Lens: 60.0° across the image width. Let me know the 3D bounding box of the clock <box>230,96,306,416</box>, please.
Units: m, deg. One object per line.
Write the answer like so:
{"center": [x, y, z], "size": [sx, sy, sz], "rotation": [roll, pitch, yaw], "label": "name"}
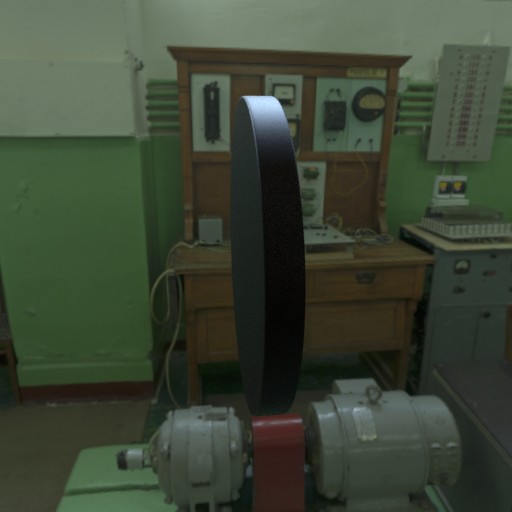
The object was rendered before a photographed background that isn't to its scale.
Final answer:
{"center": [0.000, 0.000, 0.462], "size": [0.029, 0.314, 0.314], "rotation": [-2, 16, -7], "label": "clock"}
